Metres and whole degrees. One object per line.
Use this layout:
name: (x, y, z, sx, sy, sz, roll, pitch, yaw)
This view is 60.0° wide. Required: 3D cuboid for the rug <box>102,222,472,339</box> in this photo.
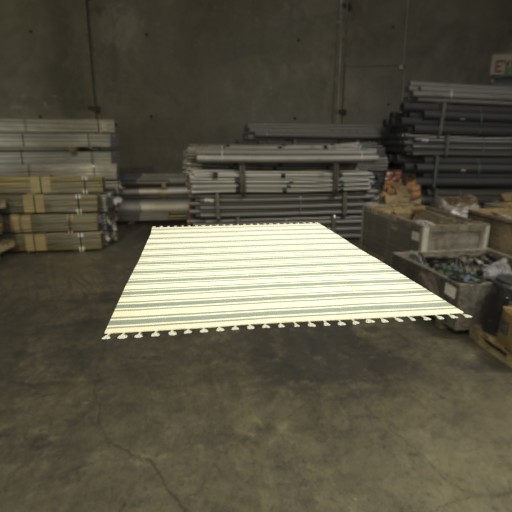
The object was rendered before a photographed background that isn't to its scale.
rug: (0.000, 0.000, 2.948, 1.539, 0.011, 2.410, -2, 14, -8)
